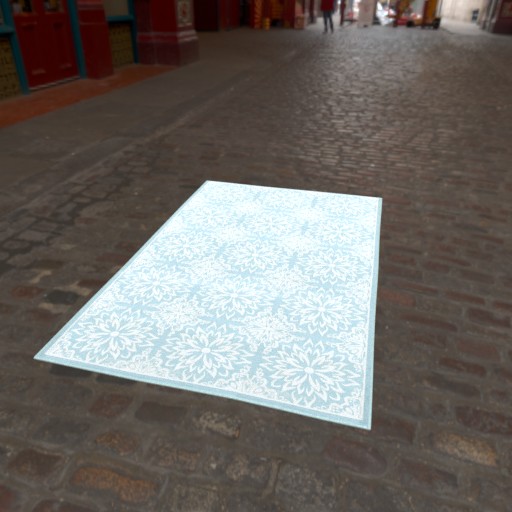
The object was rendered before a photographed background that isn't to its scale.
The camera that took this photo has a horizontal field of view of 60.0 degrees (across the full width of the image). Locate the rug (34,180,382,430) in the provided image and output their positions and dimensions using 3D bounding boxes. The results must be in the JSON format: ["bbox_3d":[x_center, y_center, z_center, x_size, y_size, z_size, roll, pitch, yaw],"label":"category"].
[{"bbox_3d":[0.000,0.000,2.264,1.219,0.012,1.840,8,32,13],"label":"rug"}]
